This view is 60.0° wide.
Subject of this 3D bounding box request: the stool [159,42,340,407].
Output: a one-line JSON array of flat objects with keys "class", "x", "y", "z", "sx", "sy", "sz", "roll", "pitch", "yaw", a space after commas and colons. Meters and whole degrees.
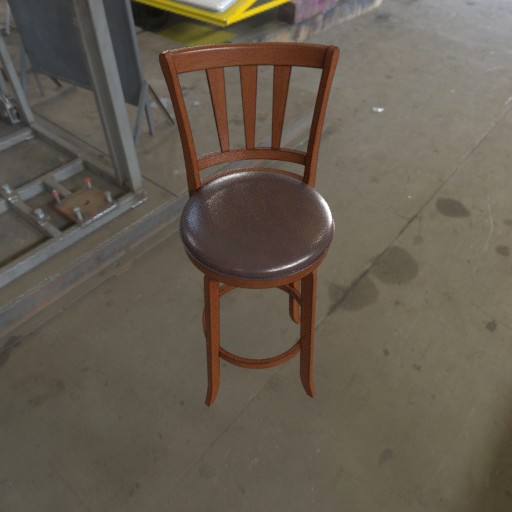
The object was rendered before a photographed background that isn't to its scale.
[{"class": "stool", "x": 0.000, "y": 0.000, "z": 1.434, "sx": 0.464, "sy": 1.177, "sz": 0.503, "roll": -4, "pitch": 46, "yaw": -4}]
